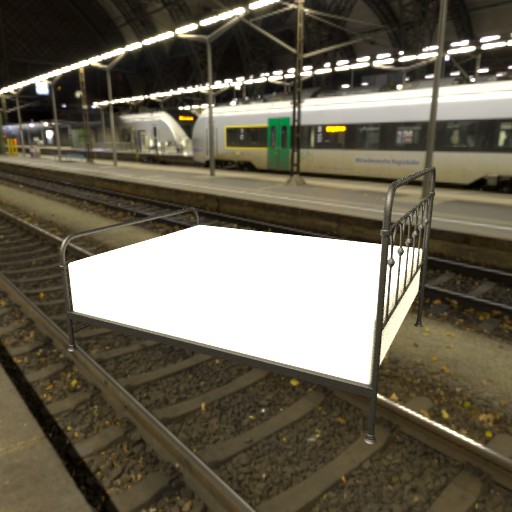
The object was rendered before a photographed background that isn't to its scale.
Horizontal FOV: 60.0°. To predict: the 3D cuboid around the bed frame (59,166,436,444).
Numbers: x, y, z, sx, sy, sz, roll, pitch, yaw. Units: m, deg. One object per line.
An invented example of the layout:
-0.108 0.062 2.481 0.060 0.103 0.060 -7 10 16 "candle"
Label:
0.000 0.000 3.224 2.203 1.276 1.664 8 17 27 "bed frame"
